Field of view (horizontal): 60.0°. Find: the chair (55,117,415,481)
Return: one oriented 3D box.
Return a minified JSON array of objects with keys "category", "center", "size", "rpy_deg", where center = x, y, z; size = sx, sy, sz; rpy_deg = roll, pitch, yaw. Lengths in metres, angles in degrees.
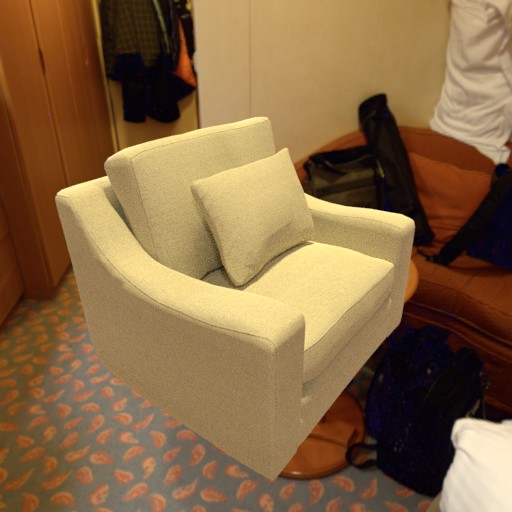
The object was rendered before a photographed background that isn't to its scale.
[{"category":"chair","center":[0.000,0.000,1.915],"size":[1.009,1.016,1.178],"rpy_deg":[18,32,33]}]
